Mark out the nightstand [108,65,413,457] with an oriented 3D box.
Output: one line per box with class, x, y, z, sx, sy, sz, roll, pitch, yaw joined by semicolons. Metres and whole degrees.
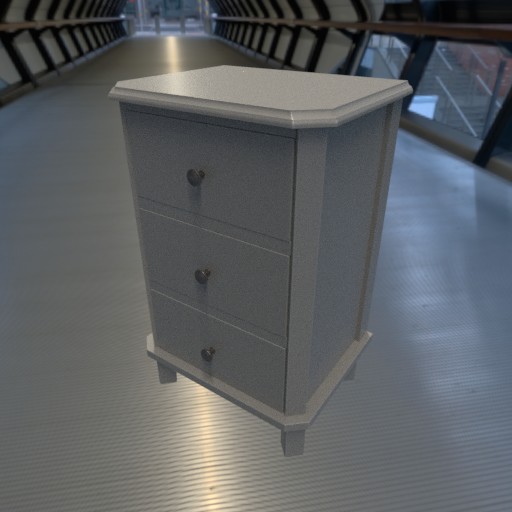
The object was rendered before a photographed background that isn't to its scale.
nightstand;0.000;0.000;0.925;0.435;0.680;0.348;19;34;30
